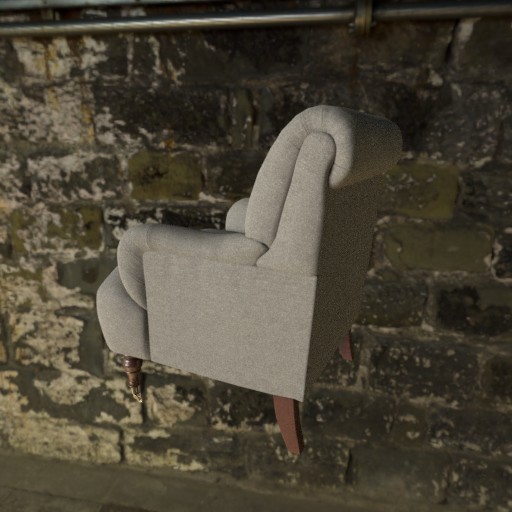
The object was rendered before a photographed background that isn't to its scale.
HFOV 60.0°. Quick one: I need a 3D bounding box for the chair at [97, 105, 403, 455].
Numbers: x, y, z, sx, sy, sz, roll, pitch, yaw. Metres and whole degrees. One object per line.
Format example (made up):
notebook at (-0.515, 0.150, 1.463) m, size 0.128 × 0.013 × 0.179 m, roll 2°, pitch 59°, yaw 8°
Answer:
chair at (0.000, 0.000, 1.537) m, size 0.843 × 0.942 × 0.766 m, roll 7°, pitch 16°, yaw 25°
